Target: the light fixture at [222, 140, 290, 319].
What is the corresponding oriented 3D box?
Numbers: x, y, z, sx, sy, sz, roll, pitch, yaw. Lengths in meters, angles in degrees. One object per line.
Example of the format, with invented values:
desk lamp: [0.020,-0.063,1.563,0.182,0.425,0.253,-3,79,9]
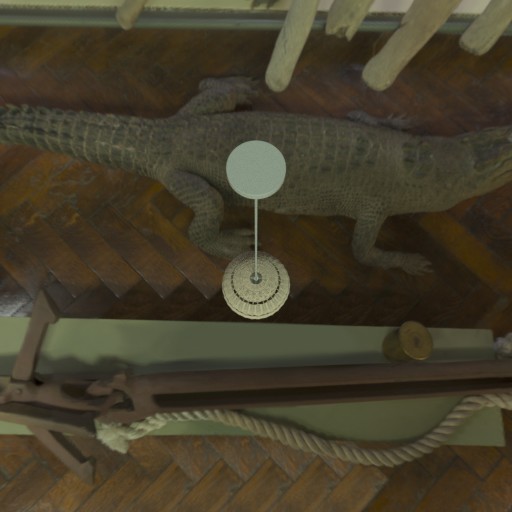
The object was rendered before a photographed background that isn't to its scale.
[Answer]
light fixture: [0.000,0.000,2.214,0.457,2.019,0.457,1,76,0]
